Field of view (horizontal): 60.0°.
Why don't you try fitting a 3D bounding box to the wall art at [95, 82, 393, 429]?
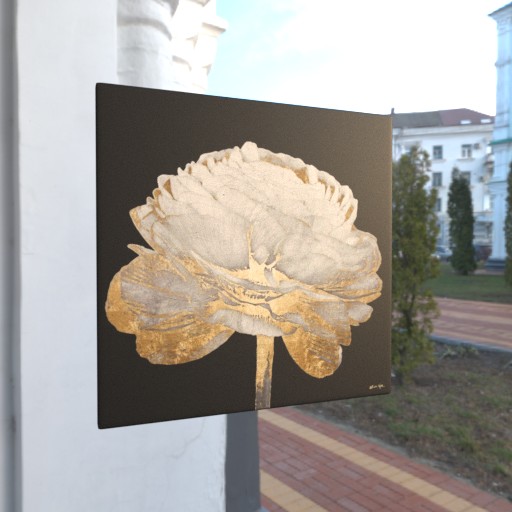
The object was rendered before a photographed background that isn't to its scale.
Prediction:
[{"bbox_3d":[0.000,0.000,0.600,0.406,0.407,0.041,0,1,-19],"label":"wall art"}]
